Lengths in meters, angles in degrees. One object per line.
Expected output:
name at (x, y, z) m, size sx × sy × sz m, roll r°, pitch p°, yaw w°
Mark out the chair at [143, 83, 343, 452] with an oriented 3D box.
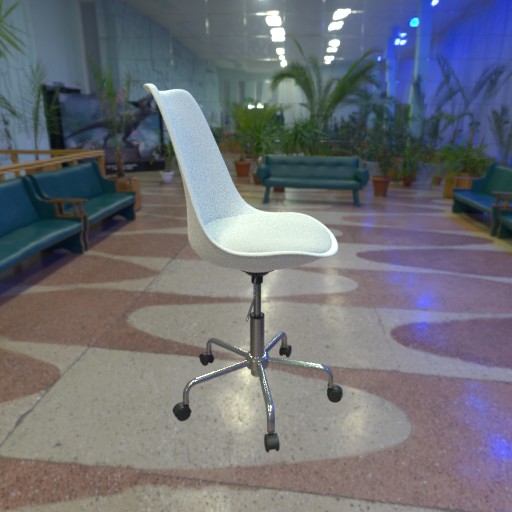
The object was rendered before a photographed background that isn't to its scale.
chair at (0.000, 0.000, 1.296) m, size 0.550 × 0.930 × 0.550 m, roll 3°, pitch 18°, yaw 8°
